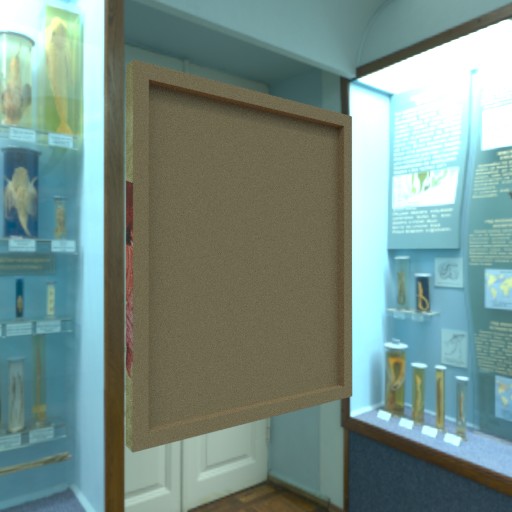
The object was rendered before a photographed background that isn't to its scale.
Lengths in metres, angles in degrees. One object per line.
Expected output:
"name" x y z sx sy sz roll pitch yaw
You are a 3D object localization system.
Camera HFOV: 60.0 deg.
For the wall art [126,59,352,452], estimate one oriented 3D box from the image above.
"wall art" 0.000 0.000 0.698 0.406 0.508 0.028 0 0 -35
